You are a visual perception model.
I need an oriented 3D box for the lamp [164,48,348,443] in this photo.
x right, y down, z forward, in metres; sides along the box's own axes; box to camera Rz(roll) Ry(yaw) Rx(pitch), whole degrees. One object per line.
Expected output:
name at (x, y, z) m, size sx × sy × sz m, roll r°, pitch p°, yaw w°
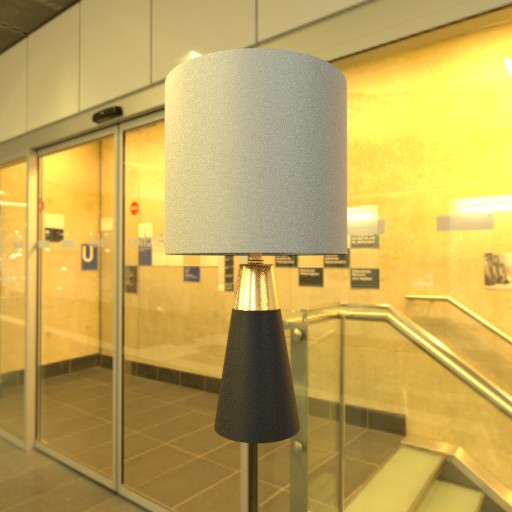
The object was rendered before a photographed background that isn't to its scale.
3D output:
lamp at (0.000, 0.000, 0.760) m, size 0.308 × 0.580 × 0.308 m, roll 0°, pitch -1°, yaw 19°
